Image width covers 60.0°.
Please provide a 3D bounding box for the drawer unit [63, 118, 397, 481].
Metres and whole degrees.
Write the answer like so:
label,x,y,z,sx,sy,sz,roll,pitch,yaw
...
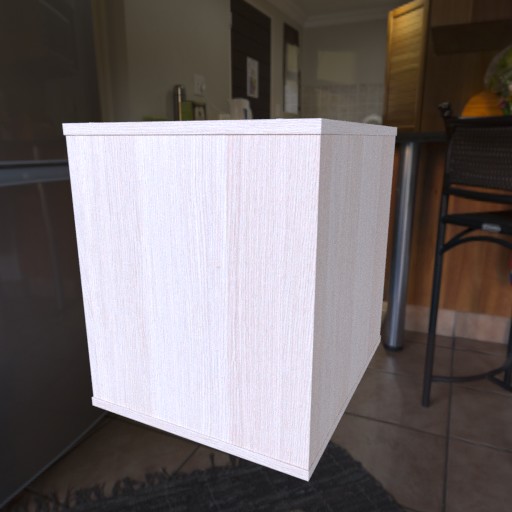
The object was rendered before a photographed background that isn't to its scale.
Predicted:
label,x,y,z,sx,sy,sz,roll,pitch,yaw
drawer unit,0.000,0.000,0.608,0.290,0.344,0.349,7,17,26
